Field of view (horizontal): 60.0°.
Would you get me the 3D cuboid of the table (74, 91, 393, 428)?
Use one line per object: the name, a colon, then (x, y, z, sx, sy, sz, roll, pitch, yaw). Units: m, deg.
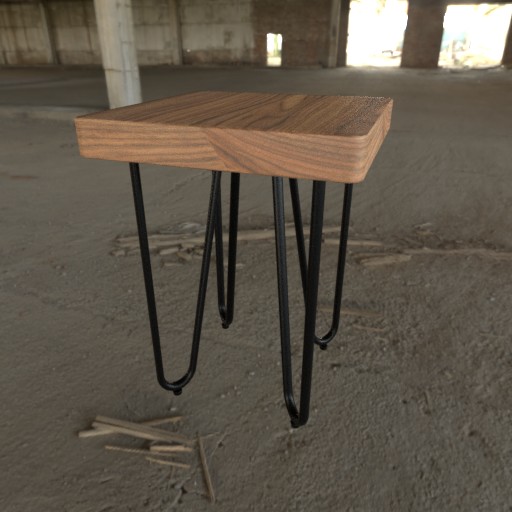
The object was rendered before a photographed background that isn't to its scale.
table: (0.000, 0.000, 0.993, 0.479, 0.641, 0.480, 9, 27, 18)
